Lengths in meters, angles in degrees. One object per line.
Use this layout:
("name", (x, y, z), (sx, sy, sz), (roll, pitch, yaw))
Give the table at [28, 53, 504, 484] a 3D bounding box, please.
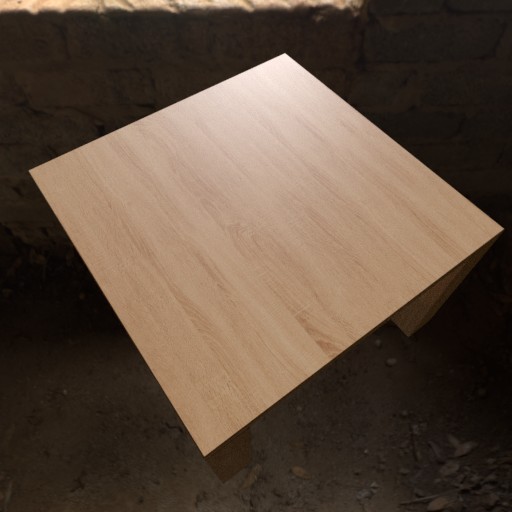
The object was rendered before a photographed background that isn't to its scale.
("table", (0.000, 0.000, 1.101), (0.700, 0.450, 0.700), (-32, 64, -18))
